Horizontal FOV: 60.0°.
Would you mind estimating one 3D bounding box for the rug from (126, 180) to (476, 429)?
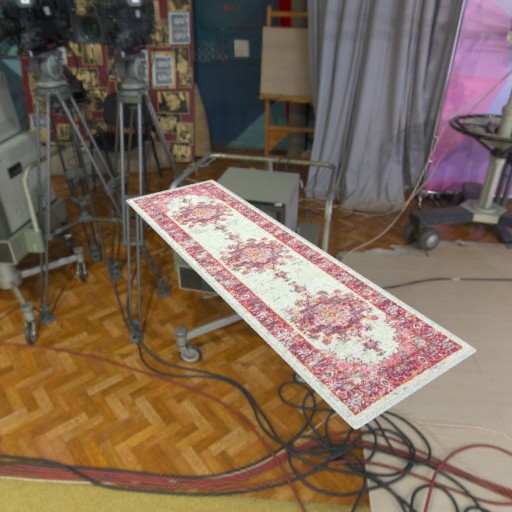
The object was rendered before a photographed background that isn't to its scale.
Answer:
[{"bbox_3d":[0.000,0.000,1.992,0.562,0.009,1.824,-19,36,-28],"label":"rug"}]
